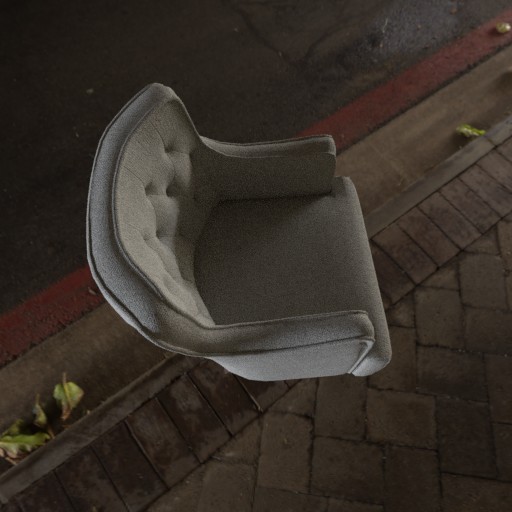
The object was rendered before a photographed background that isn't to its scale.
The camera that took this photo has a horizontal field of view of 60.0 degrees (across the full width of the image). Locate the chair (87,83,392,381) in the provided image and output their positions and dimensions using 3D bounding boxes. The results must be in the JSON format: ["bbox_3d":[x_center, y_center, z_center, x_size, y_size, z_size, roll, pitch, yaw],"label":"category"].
[{"bbox_3d":[0.000,0.000,1.569,0.910,0.920,0.820,-4,63,-2],"label":"chair"}]
